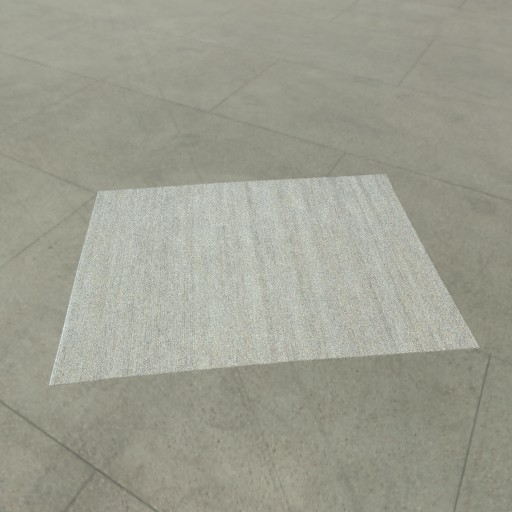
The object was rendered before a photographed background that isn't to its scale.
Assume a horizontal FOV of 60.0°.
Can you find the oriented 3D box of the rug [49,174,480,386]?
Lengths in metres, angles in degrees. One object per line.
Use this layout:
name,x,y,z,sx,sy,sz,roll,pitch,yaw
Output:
rug,0.000,0.000,2.873,2.264,0.030,1.624,-4,45,-4
